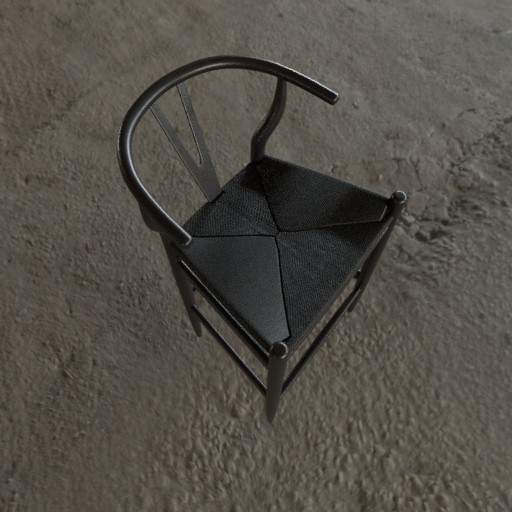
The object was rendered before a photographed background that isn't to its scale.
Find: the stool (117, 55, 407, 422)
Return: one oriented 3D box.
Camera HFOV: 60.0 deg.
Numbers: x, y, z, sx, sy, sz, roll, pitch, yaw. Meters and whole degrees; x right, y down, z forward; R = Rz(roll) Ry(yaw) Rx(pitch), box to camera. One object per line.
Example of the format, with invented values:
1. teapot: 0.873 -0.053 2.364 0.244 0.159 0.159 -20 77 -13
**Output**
1. stool: 0.000 0.000 1.328 0.579 0.970 0.569 34 64 19
